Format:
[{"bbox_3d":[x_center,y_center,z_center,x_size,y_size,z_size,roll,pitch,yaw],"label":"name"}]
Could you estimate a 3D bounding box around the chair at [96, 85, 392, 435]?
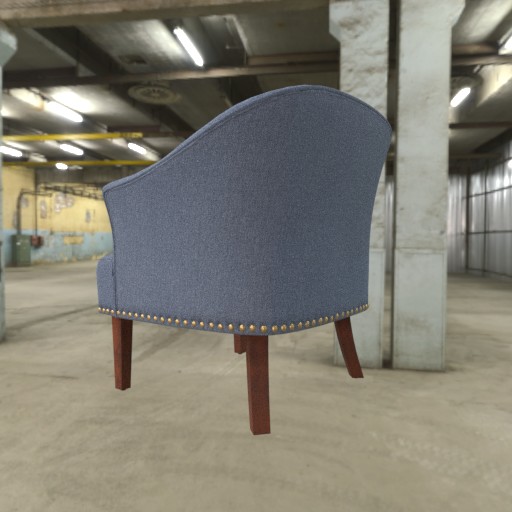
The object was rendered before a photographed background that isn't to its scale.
[{"bbox_3d":[0.000,0.000,1.365,0.704,0.815,0.772,1,2,37],"label":"chair"}]
